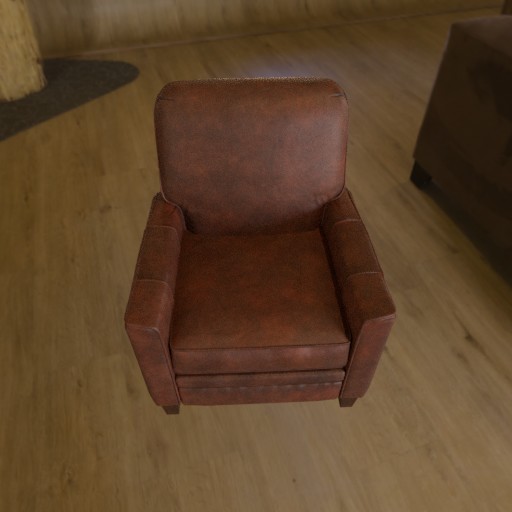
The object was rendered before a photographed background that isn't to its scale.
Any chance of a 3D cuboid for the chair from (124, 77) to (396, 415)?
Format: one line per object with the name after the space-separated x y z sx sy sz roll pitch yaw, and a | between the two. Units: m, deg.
0.000 0.000 1.684 0.843 1.043 0.836 -2 45 -2 | chair
